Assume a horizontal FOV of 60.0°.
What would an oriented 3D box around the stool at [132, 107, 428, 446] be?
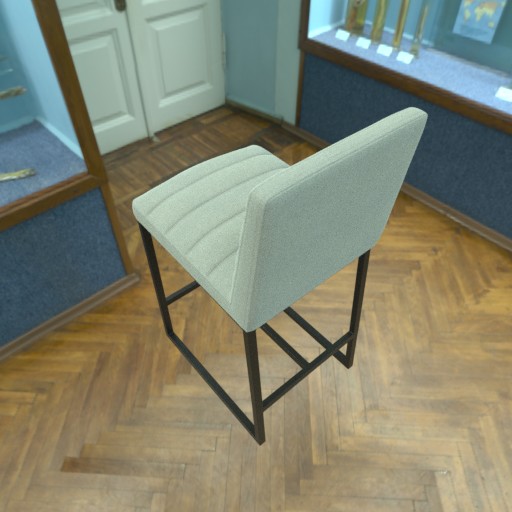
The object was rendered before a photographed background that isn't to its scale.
[{"bbox_3d":[0.000,0.000,1.267,0.459,0.971,0.567,-31,53,-27],"label":"stool"}]
